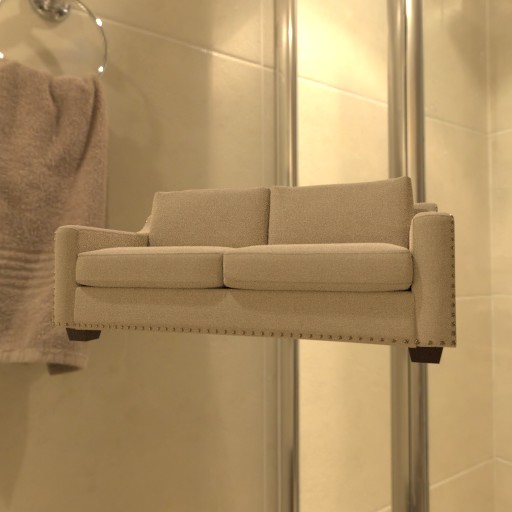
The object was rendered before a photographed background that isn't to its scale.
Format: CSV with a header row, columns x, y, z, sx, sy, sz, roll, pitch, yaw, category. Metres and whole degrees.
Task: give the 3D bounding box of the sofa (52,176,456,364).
x,y,z,sx,sy,sz,roll,pitch,yaw,category
0.000,0.000,2.676,2.107,0.983,1.104,-1,-2,18,sofa
